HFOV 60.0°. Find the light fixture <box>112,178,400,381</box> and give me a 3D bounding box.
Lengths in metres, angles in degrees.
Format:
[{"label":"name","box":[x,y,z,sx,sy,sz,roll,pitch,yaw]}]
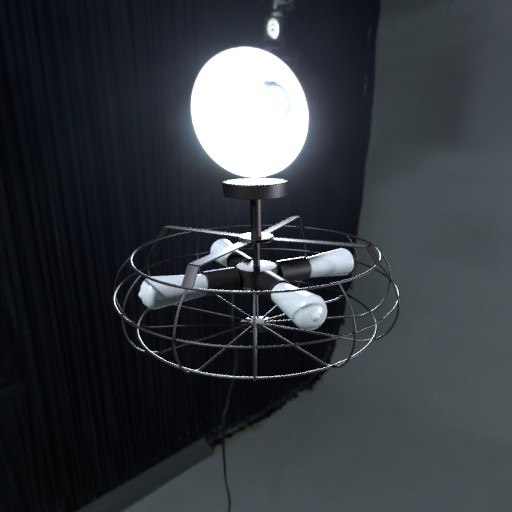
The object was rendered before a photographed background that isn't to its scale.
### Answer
[{"label":"light fixture","box":[0.000,0.000,0.923,0.582,0.311,0.582,0,17,0]}]
